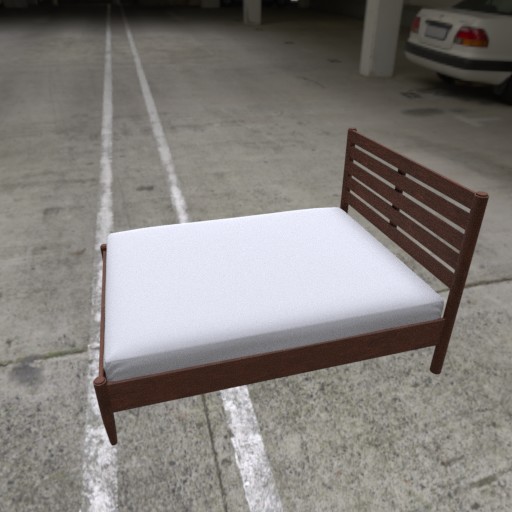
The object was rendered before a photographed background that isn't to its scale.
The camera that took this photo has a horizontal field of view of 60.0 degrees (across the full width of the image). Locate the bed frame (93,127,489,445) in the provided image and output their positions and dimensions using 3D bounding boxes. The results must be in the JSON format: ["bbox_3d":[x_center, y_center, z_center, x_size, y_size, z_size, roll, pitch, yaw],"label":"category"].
[{"bbox_3d":[0.000,0.000,3.184,2.234,1.321,1.655,-8,30,-14],"label":"bed frame"}]
